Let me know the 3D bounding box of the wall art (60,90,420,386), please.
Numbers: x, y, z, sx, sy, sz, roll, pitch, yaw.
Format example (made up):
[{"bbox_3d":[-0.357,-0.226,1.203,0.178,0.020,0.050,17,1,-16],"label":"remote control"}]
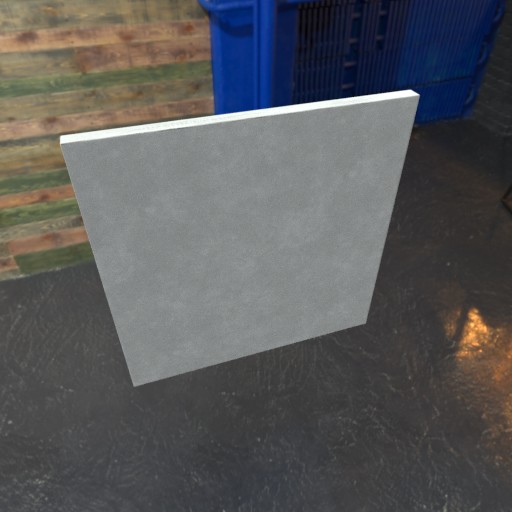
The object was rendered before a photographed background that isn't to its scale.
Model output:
[{"bbox_3d":[0.000,0.000,0.459,0.303,0.303,0.015,-12,41,-14],"label":"wall art"}]
